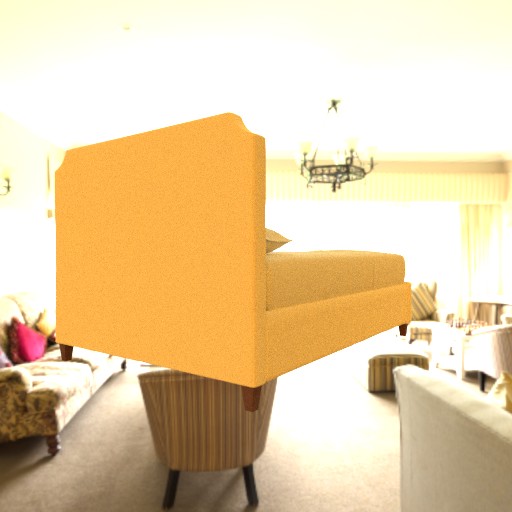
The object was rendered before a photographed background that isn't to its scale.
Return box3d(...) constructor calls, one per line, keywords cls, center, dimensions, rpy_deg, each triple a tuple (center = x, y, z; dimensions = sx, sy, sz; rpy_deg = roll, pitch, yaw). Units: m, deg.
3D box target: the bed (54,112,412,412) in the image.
box3d(cls="bed", center=(0.000, 0.000, 3.450), dimensions=(1.703, 1.415, 2.329), rpy_deg=(1, 1, 36))
